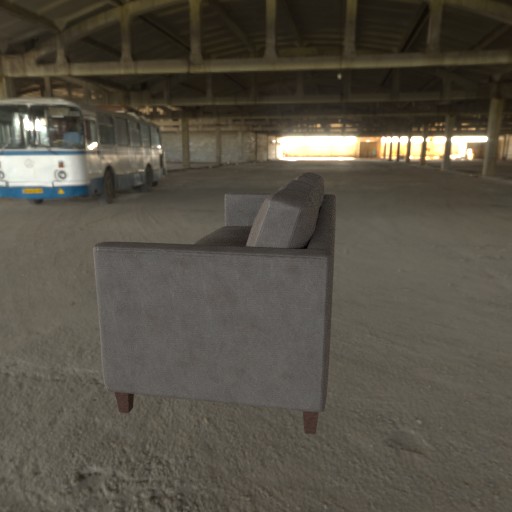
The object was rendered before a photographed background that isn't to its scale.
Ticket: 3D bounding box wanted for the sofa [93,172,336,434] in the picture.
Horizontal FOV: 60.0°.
[{"bbox_3d":[0.000,0.000,2.744,0.951,0.965,2.208,2,14,10],"label":"sofa"}]
